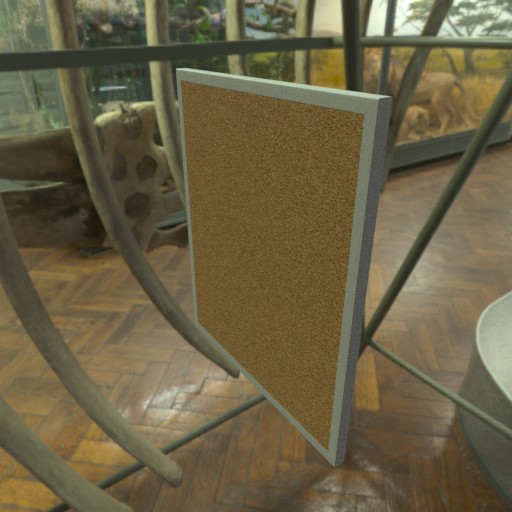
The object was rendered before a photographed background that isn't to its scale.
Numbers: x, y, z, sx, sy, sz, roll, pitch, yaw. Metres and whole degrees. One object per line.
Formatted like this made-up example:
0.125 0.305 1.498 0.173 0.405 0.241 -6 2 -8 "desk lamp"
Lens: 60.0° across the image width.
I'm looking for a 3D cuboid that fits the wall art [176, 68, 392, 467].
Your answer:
0.000 0.000 0.720 0.020 0.536 0.444 -18 32 -31 "wall art"
